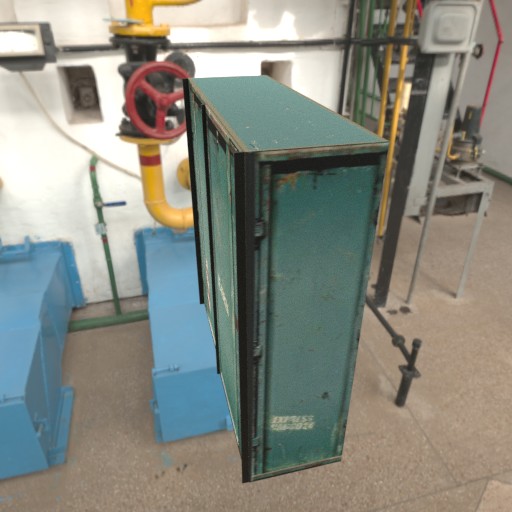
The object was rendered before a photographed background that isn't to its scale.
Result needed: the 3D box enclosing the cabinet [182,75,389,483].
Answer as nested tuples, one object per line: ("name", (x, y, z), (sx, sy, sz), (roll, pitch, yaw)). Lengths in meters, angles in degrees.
("cabinet", (0.000, 0.000, 3.208), (0.680, 2.160, 2.000), (-7, 31, -12))
